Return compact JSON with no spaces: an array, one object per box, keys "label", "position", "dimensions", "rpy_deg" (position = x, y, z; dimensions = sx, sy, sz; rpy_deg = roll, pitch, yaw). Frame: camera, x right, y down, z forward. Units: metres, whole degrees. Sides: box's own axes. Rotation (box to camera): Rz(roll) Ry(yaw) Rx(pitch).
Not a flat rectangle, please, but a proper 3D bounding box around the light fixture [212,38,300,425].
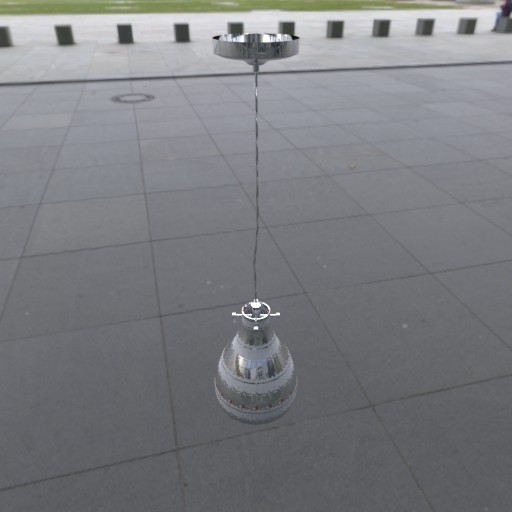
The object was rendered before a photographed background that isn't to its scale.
[{"label":"light fixture","position":[0.000,0.000,1.641],"dimensions":[0.374,1.457,0.374],"rpy_deg":[0,32,0]}]
